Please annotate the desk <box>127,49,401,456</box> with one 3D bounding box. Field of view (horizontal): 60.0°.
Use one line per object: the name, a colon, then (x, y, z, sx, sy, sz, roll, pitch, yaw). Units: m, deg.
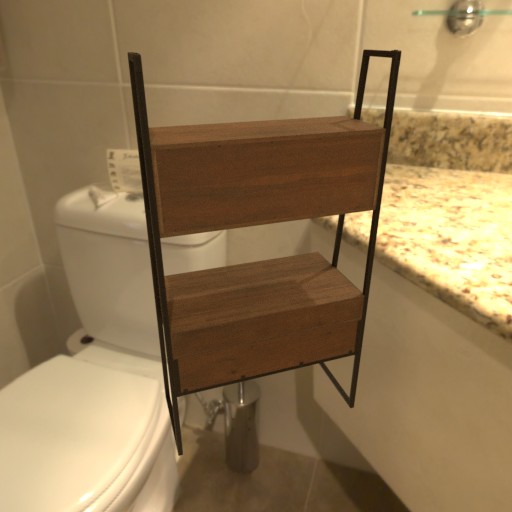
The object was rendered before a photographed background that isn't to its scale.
desk: (0.000, 0.000, 2.139, 0.982, 1.809, 0.515, -9, 28, -17)
